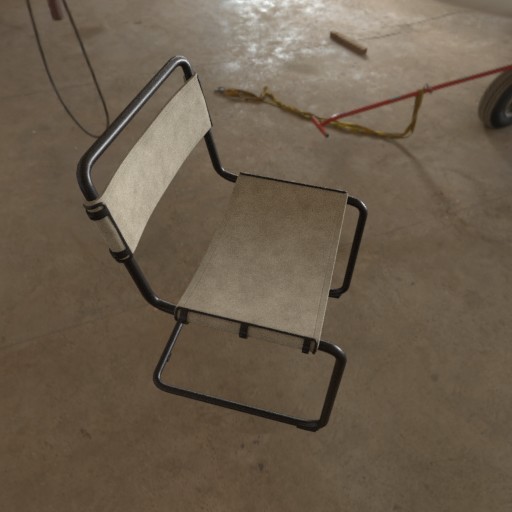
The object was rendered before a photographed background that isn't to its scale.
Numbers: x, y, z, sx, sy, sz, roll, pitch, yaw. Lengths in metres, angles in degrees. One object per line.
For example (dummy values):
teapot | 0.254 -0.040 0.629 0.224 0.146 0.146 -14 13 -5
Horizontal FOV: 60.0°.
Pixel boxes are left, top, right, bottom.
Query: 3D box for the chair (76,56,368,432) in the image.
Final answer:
chair | 0.000 0.000 1.075 0.497 0.747 0.499 11 49 10
